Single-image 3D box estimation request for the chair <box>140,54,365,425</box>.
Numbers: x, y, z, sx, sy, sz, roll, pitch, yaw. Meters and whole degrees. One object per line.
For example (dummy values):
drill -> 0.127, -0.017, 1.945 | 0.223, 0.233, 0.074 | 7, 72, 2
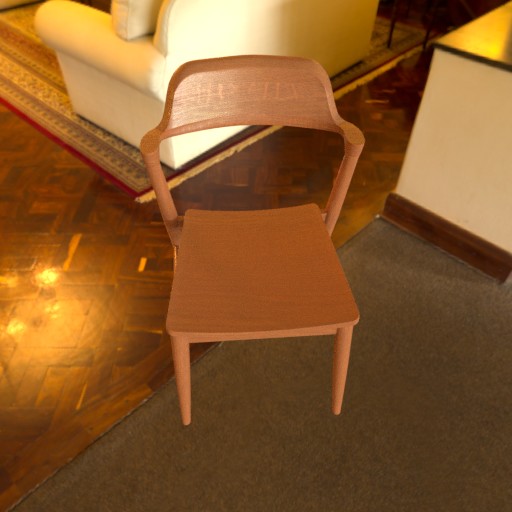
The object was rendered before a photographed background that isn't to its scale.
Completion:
chair -> 0.000, 0.000, 1.120 | 0.496, 0.801, 0.499 | -3, 46, -3
